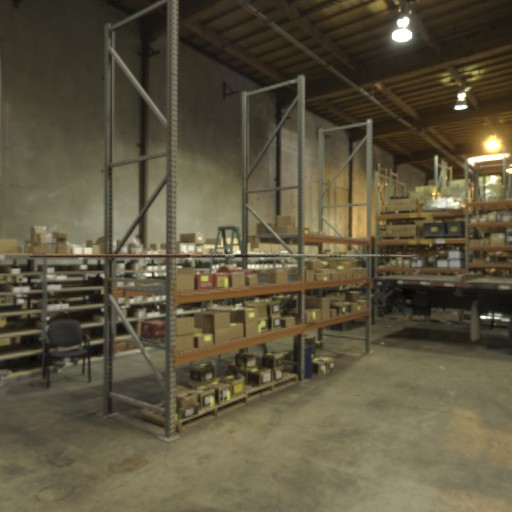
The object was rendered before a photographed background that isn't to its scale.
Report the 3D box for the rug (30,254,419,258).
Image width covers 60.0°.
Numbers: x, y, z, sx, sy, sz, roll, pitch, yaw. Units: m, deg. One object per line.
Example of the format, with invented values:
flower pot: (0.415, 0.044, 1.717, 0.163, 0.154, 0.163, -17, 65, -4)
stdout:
rug: (0.000, 0.000, 2.984, 1.530, 0.017, 2.446, 0, 0, 36)
